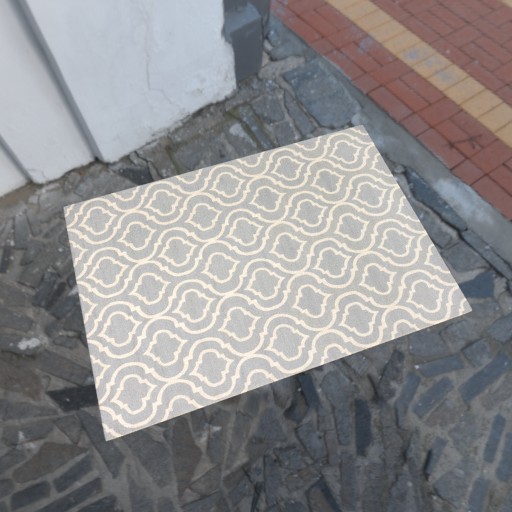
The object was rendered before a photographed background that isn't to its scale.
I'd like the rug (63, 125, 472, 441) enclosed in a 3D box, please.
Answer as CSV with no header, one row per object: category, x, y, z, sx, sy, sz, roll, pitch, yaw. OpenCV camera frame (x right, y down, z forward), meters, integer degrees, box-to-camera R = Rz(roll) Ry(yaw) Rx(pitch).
rug,0.000,0.000,2.650,2.080,0.010,1.451,-17,65,-8
